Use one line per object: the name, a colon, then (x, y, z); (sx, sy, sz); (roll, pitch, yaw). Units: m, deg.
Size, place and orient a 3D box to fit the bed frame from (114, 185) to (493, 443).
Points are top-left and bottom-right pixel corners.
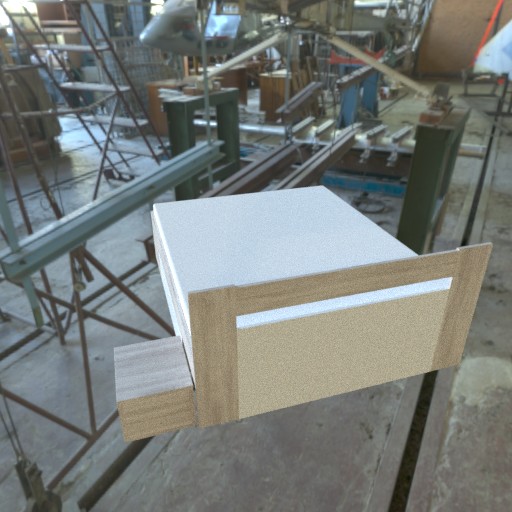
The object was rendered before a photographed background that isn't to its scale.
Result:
bed frame: (0.000, 0.000, 3.188); (2.040, 0.860, 2.050); (-8, 29, -15)
